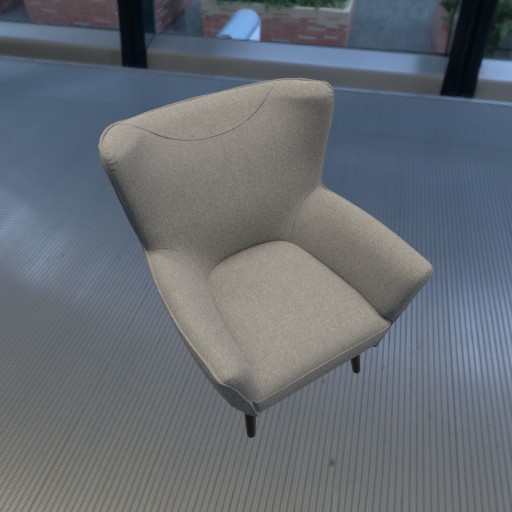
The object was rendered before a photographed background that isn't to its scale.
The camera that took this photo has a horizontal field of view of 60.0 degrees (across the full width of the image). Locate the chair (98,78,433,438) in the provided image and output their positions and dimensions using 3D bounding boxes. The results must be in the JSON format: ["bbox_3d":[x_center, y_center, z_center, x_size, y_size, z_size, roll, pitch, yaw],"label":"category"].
[{"bbox_3d":[0.000,0.000,1.555,0.781,0.933,0.888,-24,50,-21],"label":"chair"}]
